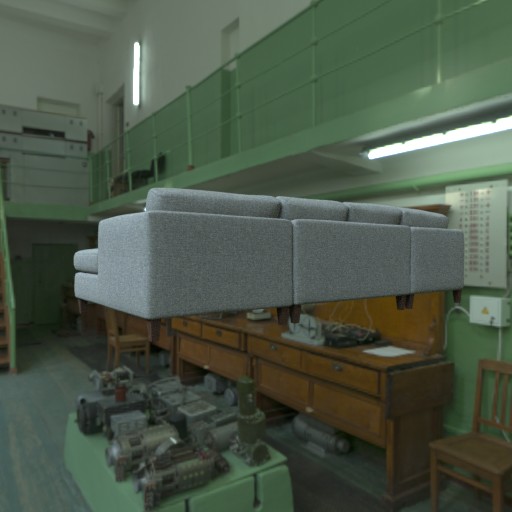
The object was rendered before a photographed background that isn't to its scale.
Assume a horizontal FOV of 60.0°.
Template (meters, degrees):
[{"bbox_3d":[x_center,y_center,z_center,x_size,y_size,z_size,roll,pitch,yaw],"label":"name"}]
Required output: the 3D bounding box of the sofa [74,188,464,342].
[{"bbox_3d":[0.000,0.000,4.540,3.460,0.959,2.593,0,1,-36],"label":"sofa"}]
